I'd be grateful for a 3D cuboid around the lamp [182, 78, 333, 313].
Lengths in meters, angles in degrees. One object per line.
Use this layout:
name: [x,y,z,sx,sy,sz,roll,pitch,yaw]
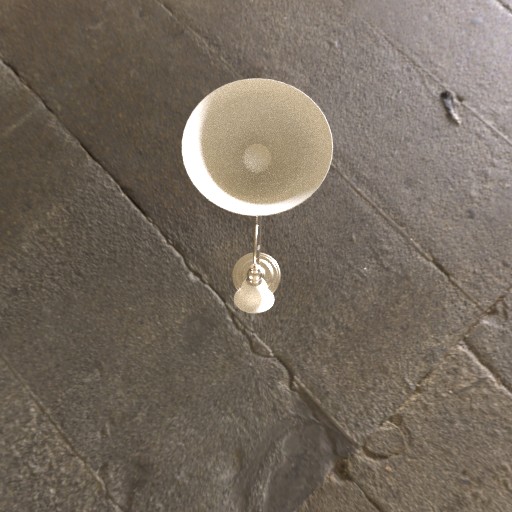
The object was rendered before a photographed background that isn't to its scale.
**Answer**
lamp: [0.000,0.000,2.033,0.405,1.785,0.575,2,76,1]
